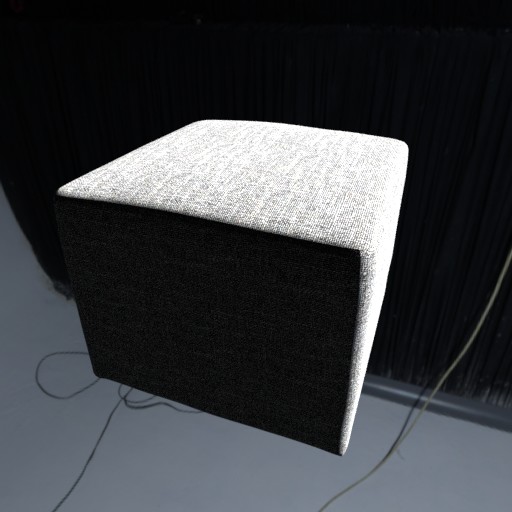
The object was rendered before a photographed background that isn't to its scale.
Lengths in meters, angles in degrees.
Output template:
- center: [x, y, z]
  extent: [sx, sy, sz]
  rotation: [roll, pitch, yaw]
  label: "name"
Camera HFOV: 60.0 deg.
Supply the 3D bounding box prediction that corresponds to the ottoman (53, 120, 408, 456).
- center: [0.000, 0.000, 0.908]
  extent: [0.512, 0.453, 0.521]
  rotation: [11, 32, 18]
  label: "ottoman"
